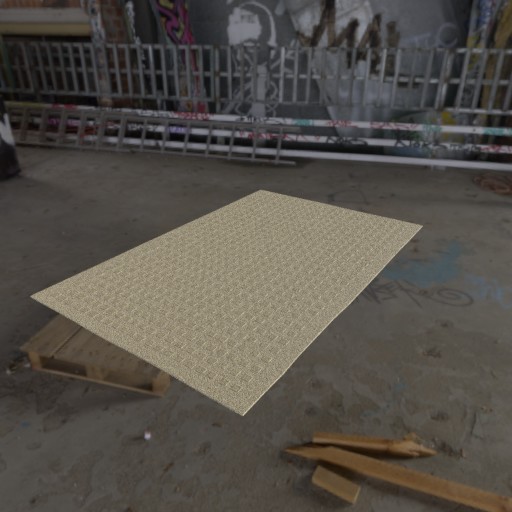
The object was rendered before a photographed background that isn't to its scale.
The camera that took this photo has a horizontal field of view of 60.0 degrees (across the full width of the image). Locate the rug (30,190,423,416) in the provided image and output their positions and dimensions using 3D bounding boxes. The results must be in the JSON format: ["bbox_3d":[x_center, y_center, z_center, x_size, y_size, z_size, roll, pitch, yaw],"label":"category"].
[{"bbox_3d":[0.000,0.000,2.239,1.143,0.006,1.747,18,32,31],"label":"rug"}]
